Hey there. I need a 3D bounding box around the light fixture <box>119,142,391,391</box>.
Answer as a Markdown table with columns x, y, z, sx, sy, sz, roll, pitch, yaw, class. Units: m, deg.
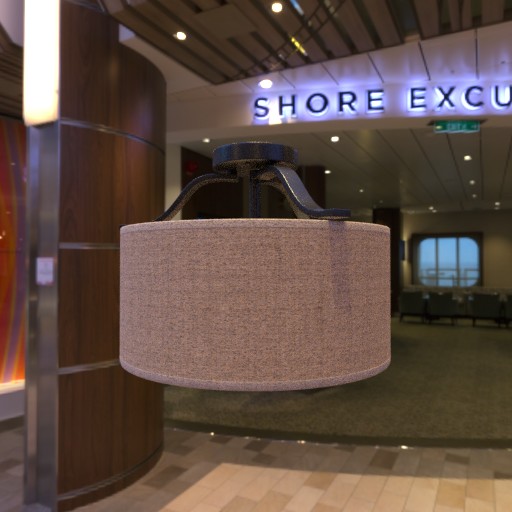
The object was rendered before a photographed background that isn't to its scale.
| x | y | z | sx | sy | sz | roll | pitch | yaw | class |
| --- | --- | --- | --- | --- | --- | --- | --- | --- | --- |
| 0.000 | 0.000 | 0.652 | 0.390 | 0.306 | 0.390 | 0 | -1 | 0 | light fixture |
